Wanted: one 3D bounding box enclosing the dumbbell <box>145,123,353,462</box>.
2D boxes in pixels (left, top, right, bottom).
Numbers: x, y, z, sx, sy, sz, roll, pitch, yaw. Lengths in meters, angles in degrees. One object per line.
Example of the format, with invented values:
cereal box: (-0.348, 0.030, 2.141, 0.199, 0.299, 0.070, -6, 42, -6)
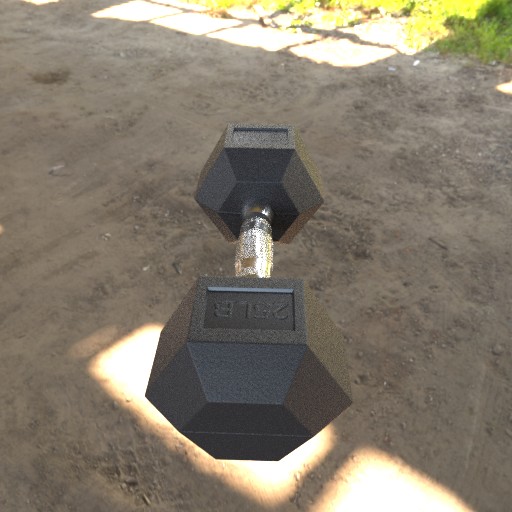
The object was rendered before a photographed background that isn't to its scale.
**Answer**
dumbbell: (0.000, 0.000, 0.376, 0.129, 0.113, 0.315, 1, 41, 2)
